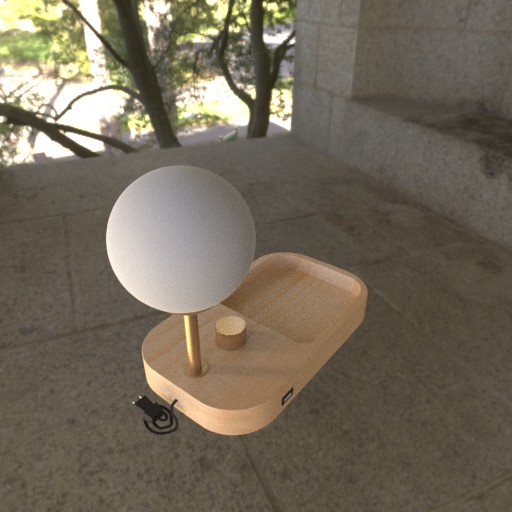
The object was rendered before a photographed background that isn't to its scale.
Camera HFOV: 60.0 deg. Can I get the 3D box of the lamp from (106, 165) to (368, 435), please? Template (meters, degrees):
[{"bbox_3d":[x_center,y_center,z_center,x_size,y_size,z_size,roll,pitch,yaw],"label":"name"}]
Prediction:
[{"bbox_3d":[0.000,0.000,0.483,0.173,0.253,0.331,22,37,32],"label":"lamp"}]
